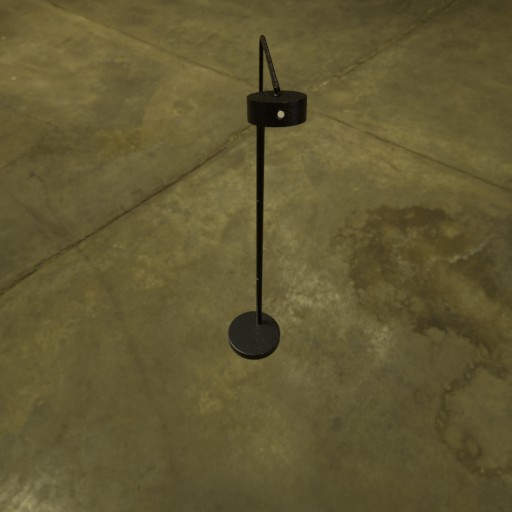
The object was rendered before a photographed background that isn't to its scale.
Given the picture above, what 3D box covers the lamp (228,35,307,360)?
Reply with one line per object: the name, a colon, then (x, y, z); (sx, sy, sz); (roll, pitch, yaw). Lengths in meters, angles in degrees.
lamp: (0.000, 0.000, 1.380); (0.219, 1.230, 0.418); (-3, 47, -3)
